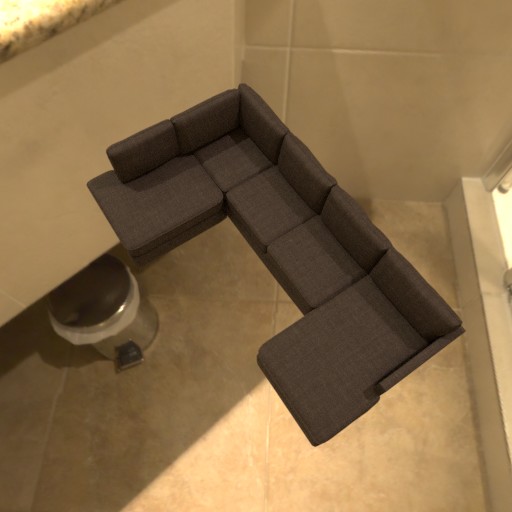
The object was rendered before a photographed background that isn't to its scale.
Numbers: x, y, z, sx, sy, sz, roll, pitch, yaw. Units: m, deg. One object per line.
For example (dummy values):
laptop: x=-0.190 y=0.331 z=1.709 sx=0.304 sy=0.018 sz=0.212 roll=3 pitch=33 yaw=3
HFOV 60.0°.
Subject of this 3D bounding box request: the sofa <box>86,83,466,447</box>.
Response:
sofa: x=0.000 y=0.000 z=4.317 sx=2.048 sy=0.999 sz=3.423 roll=-31 pitch=68 yaw=-14
